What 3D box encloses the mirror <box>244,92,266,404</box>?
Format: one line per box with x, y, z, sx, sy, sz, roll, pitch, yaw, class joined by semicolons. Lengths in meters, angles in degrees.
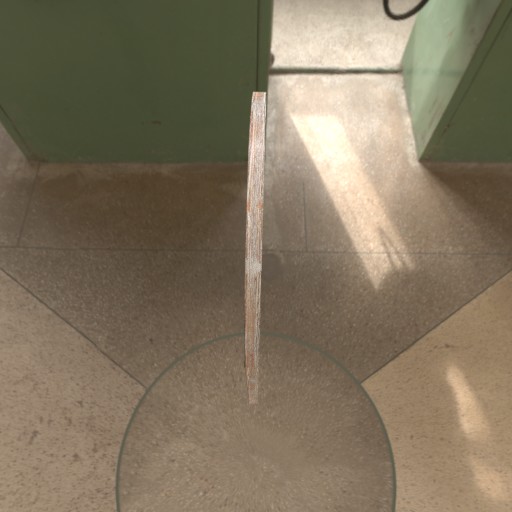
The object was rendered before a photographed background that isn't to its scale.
0.000;0.000;1.213;0.032;0.920;0.660;2;64;1;mirror
